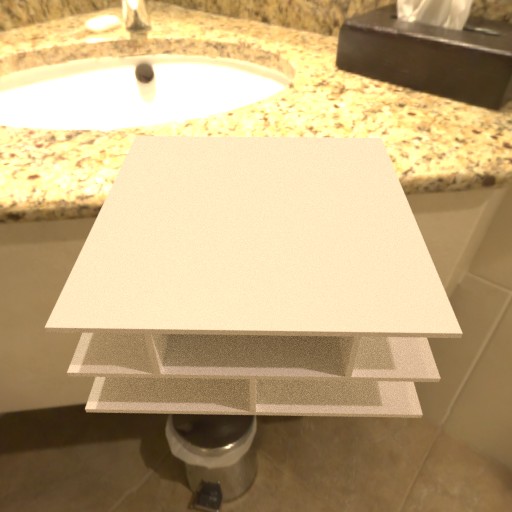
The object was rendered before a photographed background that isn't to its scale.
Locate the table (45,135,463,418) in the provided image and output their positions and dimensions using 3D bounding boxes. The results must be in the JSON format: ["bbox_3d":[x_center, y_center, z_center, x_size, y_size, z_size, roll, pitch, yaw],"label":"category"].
[{"bbox_3d":[0.000,0.000,1.099,0.700,0.289,0.700,1,42,1],"label":"table"}]
